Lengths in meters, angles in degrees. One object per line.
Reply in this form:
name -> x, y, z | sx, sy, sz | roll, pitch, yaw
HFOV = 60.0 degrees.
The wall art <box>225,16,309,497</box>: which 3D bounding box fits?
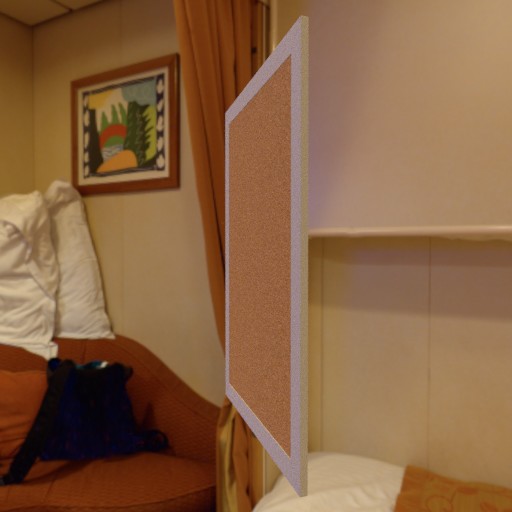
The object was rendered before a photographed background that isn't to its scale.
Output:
wall art -> 0.000, 0.000, 0.824 | 0.011, 0.659, 0.454 | 0, 1, -17
